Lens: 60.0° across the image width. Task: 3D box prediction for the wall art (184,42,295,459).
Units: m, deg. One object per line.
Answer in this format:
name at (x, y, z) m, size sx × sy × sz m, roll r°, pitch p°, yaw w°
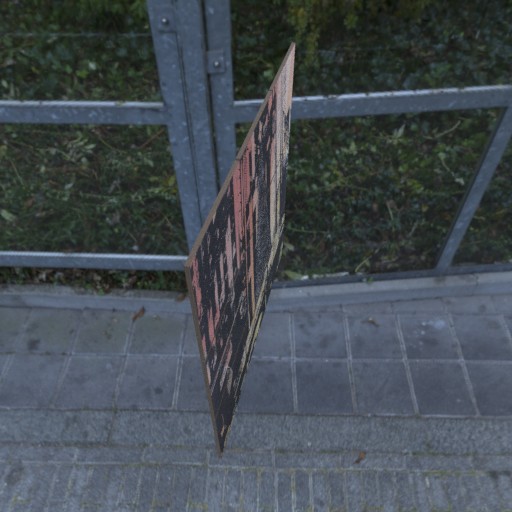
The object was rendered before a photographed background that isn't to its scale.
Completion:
wall art at (0.000, 0.000, 1.801) m, size 0.013 × 1.216 × 1.216 m, roll 11°, pitch 48°, yaw 10°
